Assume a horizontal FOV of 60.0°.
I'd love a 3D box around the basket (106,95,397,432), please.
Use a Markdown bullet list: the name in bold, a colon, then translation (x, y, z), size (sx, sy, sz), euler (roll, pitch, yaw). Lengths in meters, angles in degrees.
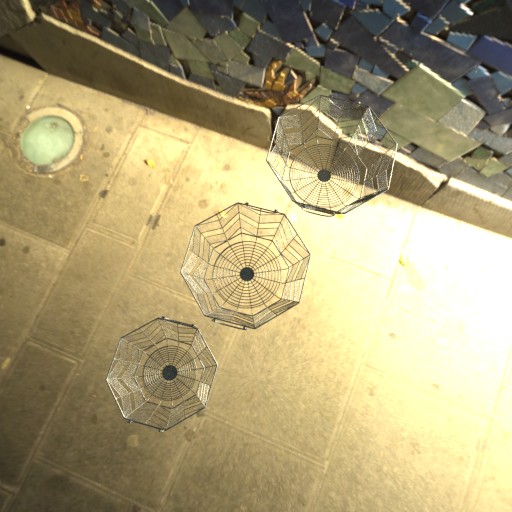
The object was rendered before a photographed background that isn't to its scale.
- **basket**: translation (0.000, 0.000, 1.433), size (0.432, 0.178, 1.246), euler (36, 78, 9)
